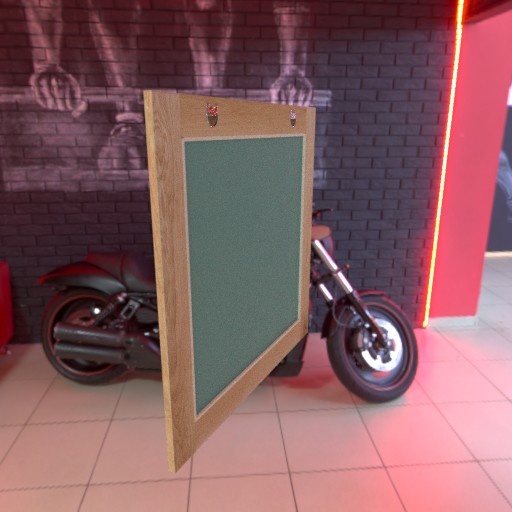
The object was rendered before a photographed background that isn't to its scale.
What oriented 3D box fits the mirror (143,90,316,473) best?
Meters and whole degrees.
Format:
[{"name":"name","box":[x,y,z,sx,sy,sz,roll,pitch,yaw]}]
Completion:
[{"name":"mirror","box":[0.000,0.000,1.216,0.020,0.800,0.800,8,18,27]}]
